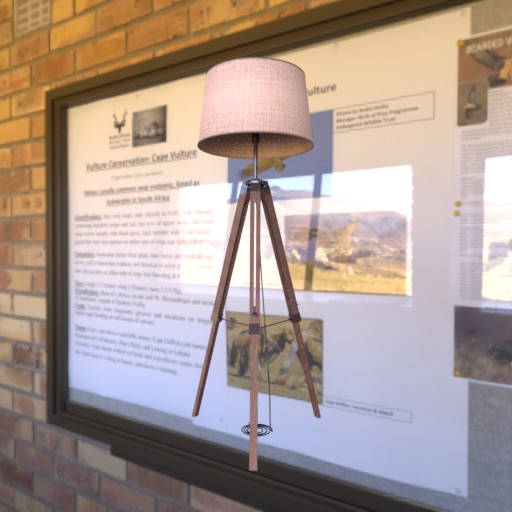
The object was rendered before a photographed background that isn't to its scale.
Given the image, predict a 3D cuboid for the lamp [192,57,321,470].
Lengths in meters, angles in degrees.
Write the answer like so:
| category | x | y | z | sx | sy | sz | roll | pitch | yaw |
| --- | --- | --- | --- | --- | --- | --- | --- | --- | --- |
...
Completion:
| category | x | y | z | sx | sy | sz | roll | pitch | yaw |
| --- | --- | --- | --- | --- | --- | --- | --- | --- | --- |
| lamp | 0.000 | 0.000 | 1.851 | 0.604 | 1.510 | 0.587 | 0 | 1 | 0 |
